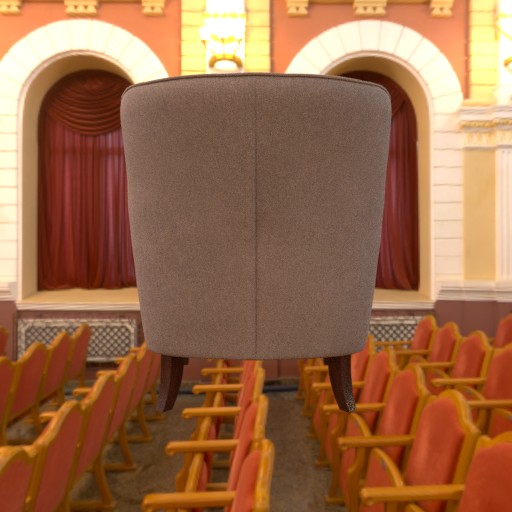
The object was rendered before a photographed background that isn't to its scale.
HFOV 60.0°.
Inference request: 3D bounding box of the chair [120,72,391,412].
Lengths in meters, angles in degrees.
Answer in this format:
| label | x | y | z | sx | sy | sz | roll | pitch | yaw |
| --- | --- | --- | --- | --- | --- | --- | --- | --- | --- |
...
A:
| label | x | y | z | sx | sy | sz | roll | pitch | yaw |
| --- | --- | --- | --- | --- | --- | --- | --- | --- | --- |
| chair | 0.000 | 0.000 | 1.524 | 0.781 | 0.919 | 0.910 | 0 | 0 | 0 |
